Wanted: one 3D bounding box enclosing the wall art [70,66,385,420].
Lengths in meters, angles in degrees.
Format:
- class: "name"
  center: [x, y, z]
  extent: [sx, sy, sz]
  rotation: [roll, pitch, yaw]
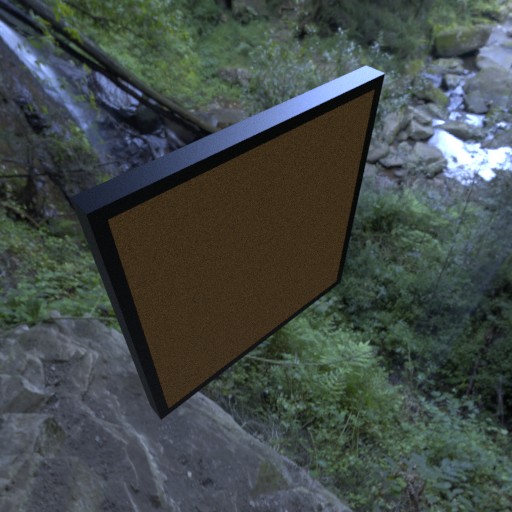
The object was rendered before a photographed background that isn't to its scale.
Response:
- class: "wall art"
  center: [0.000, 0.000, 0.773]
  extent: [0.508, 0.508, 0.038]
  rotation: [-33, 54, -27]
